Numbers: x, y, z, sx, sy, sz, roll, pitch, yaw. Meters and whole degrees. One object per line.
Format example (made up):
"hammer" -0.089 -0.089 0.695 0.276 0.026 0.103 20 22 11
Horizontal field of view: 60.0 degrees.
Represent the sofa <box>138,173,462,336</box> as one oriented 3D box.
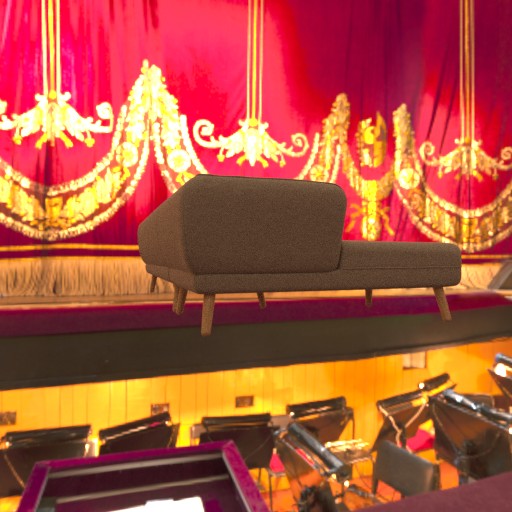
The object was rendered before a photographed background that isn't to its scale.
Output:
"sofa" 0.000 0.000 3.276 1.532 0.693 2.653 0 0 -19
